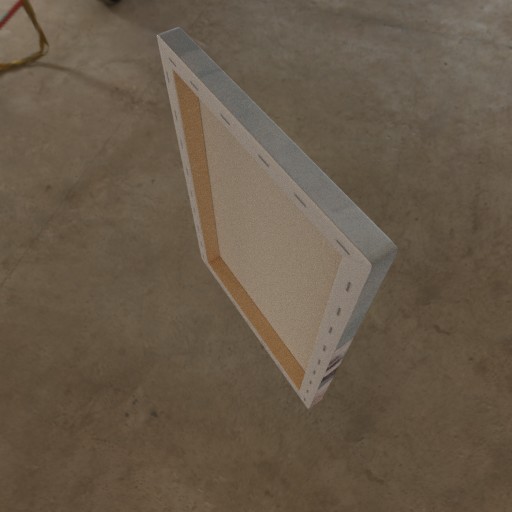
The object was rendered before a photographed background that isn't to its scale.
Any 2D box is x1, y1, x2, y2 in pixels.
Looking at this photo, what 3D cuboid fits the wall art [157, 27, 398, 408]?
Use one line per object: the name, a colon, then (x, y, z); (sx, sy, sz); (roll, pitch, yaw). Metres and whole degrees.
wall art: (0.000, 0.000, 0.791); (0.037, 0.613, 0.455); (-30, 63, -17)
